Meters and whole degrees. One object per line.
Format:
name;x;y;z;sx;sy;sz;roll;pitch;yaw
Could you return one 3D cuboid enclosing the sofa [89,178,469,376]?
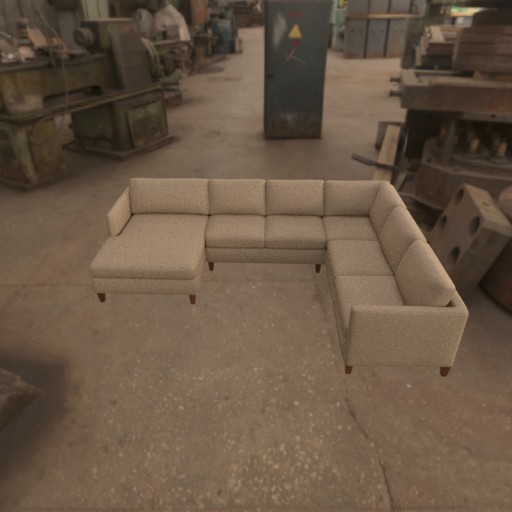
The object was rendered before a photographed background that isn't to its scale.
sofa;0.000;0.000;4.644;3.403;0.889;2.551;1;31;2
